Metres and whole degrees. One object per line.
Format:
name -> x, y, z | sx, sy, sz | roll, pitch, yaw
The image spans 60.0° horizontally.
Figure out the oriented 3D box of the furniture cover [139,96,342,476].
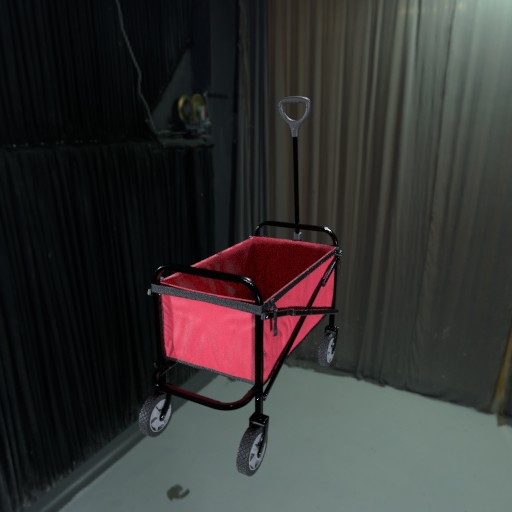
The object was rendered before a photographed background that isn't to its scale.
furniture cover -> 0.000, 0.000, 1.857 | 0.532, 1.295, 1.038 | 9, 19, 26
